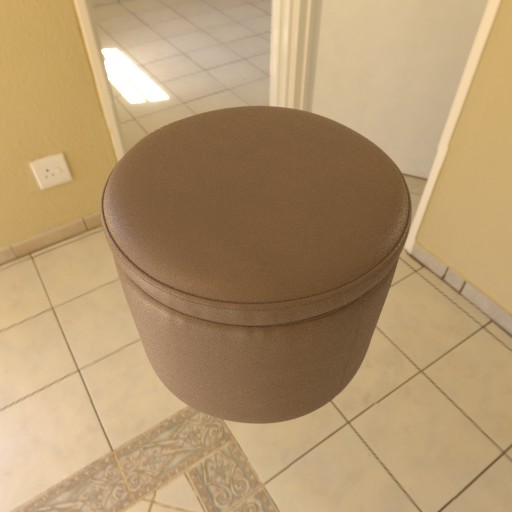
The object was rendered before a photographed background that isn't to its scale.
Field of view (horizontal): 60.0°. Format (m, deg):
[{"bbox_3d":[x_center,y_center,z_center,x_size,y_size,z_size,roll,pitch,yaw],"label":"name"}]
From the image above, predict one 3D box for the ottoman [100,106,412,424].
[{"bbox_3d":[0.000,0.000,0.846,0.500,0.409,0.500,0,47,0],"label":"ottoman"}]
